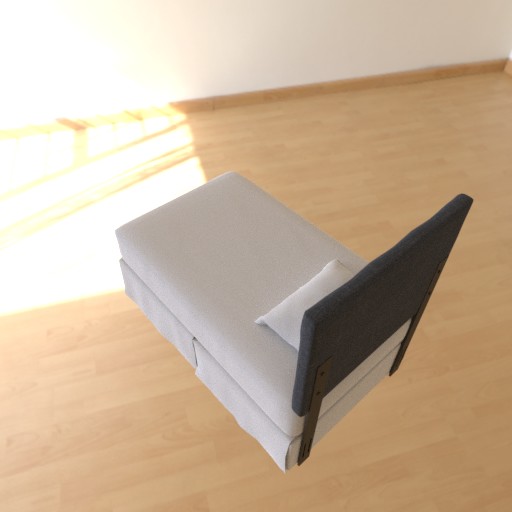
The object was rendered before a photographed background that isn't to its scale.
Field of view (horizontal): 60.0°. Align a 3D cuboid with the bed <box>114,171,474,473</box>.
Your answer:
[{"bbox_3d":[0.000,0.000,2.977,1.261,1.571,1.997,-32,54,-27],"label":"bed"}]
